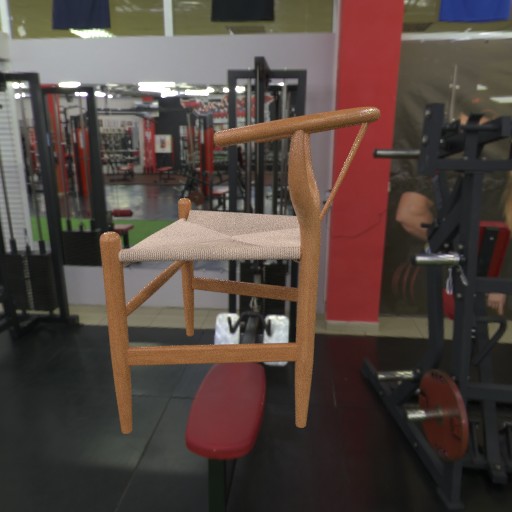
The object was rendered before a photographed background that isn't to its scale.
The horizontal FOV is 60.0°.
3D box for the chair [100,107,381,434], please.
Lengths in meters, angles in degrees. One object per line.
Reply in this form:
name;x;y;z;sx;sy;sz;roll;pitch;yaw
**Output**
chair;0.000;0.000;1.160;0.579;0.730;0.569;2;15;8
